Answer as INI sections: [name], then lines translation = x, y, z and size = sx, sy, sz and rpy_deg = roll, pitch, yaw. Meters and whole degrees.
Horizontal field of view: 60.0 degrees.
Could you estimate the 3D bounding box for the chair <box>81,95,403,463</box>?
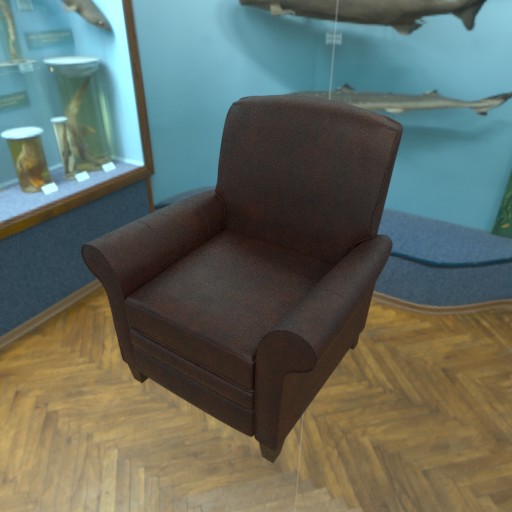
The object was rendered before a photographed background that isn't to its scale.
[chair]
translation = 0.000, 0.000, 1.746
size = 0.978, 1.061, 0.902
rpy_deg = 20, 37, 29
